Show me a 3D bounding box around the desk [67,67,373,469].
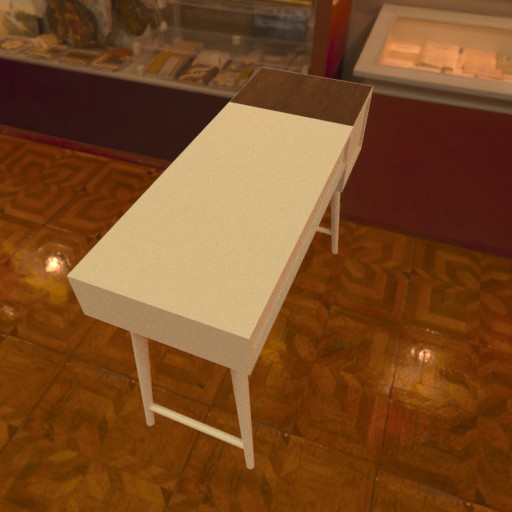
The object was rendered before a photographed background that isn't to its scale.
[{"bbox_3d":[0.000,0.000,1.458,0.409,0.761,1.069,16,48,15],"label":"desk"}]
